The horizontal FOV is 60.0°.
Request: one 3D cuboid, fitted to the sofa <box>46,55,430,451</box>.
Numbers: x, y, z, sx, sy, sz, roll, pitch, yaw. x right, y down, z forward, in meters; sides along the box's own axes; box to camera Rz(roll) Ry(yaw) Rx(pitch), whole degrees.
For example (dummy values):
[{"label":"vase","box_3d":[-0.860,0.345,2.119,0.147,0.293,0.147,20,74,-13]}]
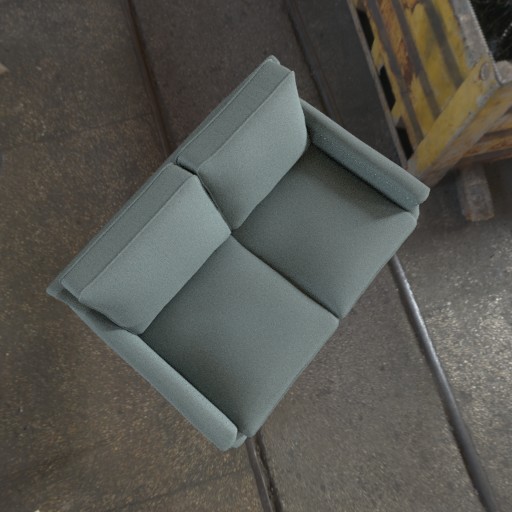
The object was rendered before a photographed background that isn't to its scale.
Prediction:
[{"label":"sofa","box_3d":[0.000,0.000,2.250,1.084,1.003,1.597,39,79,9]}]
